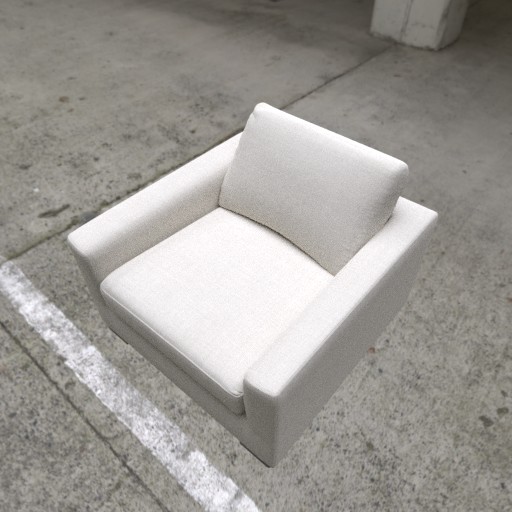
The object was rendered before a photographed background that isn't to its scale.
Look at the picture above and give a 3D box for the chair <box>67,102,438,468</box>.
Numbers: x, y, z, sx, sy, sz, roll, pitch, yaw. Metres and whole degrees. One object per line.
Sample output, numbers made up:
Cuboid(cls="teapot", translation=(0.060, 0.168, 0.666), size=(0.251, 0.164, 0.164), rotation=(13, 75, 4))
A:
Cuboid(cls="chair", translation=(0.000, 0.000, 1.896), size=(1.070, 0.876, 1.100), rotation=(31, 52, 28))
